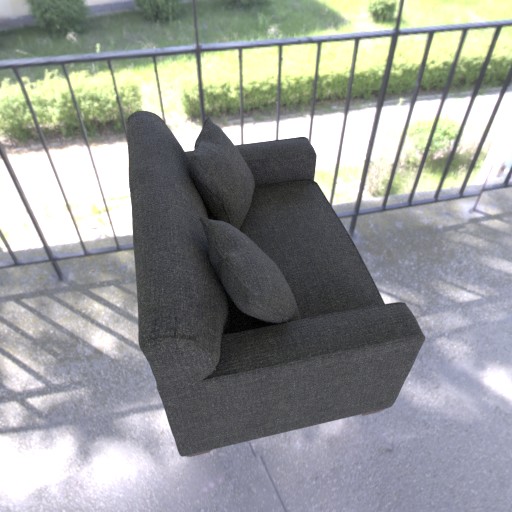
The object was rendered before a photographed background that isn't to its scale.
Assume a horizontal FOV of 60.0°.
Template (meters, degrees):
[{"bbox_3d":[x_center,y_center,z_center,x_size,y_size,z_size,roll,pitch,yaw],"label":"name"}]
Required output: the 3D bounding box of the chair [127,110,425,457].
[{"bbox_3d":[0.000,0.000,2.074,1.000,0.948,1.383,-10,47,-9],"label":"chair"}]
